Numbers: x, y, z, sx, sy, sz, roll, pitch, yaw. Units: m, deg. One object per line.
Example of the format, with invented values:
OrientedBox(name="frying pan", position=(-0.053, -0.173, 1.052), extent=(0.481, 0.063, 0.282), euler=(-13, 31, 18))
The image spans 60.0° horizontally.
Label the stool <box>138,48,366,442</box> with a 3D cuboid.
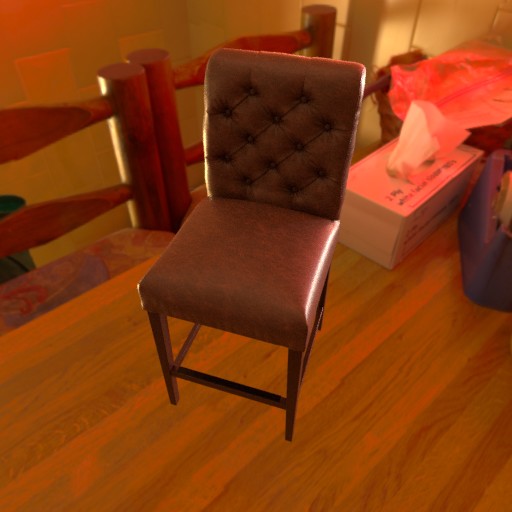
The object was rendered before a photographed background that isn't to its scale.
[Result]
OrientedBox(name="stool", position=(0.000, 0.000, 1.449), extent=(0.486, 1.084, 0.660), euler=(12, 44, 13))
